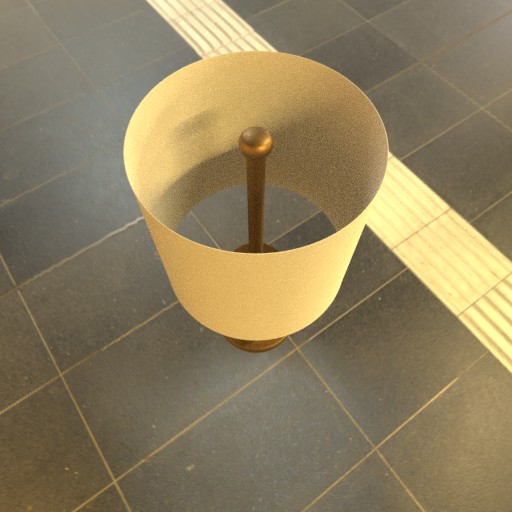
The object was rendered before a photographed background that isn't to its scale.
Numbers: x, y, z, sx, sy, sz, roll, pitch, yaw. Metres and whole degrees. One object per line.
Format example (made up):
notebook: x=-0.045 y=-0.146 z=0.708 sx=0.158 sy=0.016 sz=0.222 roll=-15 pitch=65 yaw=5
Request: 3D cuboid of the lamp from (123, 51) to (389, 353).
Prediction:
lamp: x=0.000 y=0.000 z=0.530 sx=0.210 sy=0.410 sz=0.210 roll=31 pitch=67 yaw=15
